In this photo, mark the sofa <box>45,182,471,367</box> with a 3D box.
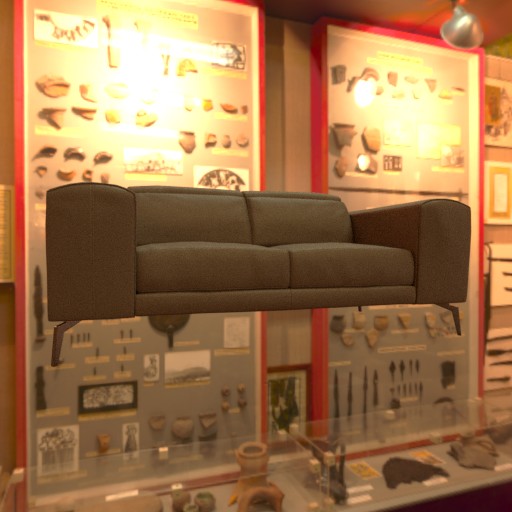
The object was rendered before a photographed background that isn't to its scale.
[{"bbox_3d":[0.000,0.000,2.293,1.895,0.779,1.003,0,1,-19],"label":"sofa"}]
